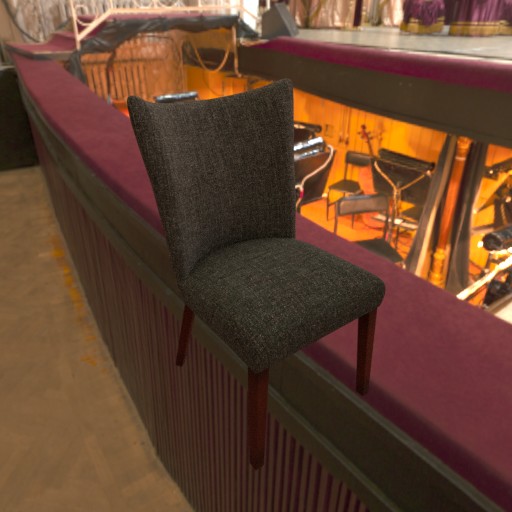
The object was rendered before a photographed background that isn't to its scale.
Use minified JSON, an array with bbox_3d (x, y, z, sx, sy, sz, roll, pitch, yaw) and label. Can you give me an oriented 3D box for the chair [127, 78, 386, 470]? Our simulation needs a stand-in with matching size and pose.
[{"bbox_3d":[0.000,0.000,1.331,0.535,0.924,0.623,-21,35,-32],"label":"chair"}]
